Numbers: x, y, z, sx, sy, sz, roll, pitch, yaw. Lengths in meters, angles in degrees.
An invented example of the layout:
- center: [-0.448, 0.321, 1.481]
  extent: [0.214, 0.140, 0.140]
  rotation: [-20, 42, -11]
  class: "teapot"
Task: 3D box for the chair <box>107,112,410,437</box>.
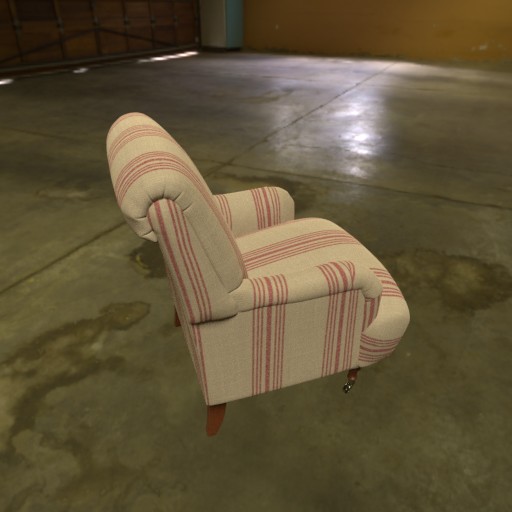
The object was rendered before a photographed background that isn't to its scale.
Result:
- center: [0.000, 0.000, 1.881]
  extent: [1.058, 1.123, 0.933]
  rotation: [-10, 31, -17]
  class: "chair"
